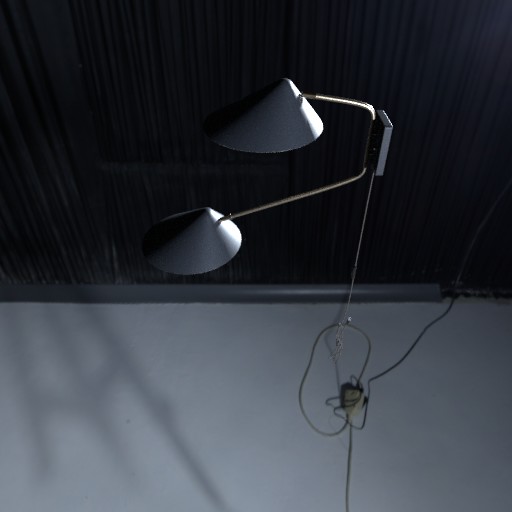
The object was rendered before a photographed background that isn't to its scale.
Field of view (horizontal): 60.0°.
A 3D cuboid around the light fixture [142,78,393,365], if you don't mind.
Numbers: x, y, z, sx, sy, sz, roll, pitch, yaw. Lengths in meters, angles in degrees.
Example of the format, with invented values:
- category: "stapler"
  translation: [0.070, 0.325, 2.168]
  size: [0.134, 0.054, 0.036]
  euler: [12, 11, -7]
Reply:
- category: "light fixture"
  translation: [0.000, 0.000, 0.853]
  size: [0.422, 0.665, 0.189]
  euler: [0, 40, 0]
